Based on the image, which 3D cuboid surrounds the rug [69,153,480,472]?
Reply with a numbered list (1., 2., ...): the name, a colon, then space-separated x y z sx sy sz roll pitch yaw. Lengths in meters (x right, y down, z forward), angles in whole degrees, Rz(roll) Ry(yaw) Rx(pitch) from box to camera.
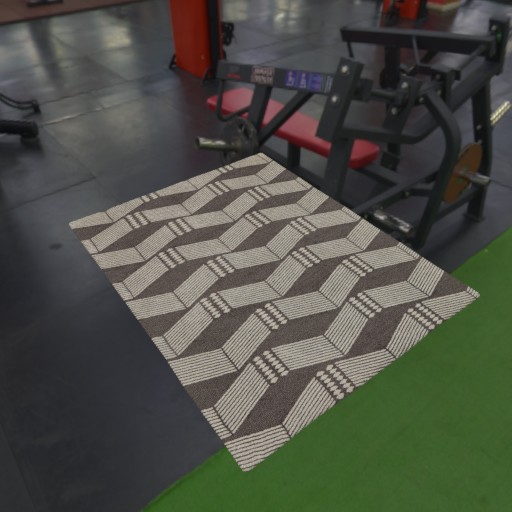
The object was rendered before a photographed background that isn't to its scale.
1. rug: 0.000 0.000 4.082 2.438 0.016 3.048 -26 48 -27
